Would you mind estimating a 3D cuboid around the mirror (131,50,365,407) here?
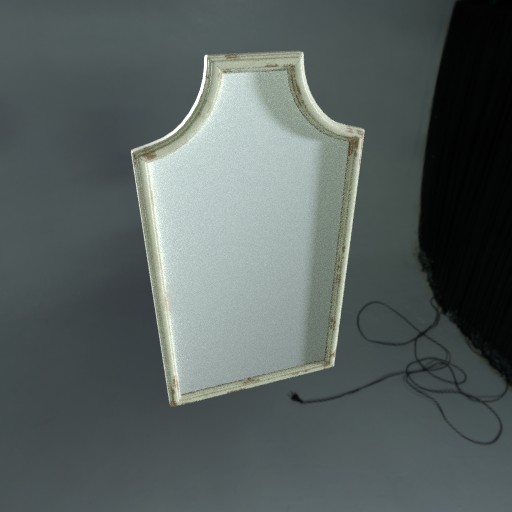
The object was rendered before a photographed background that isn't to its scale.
[{"bbox_3d":[0.000,0.000,0.856,0.403,0.717,0.022,-10,33,-15],"label":"mirror"}]
